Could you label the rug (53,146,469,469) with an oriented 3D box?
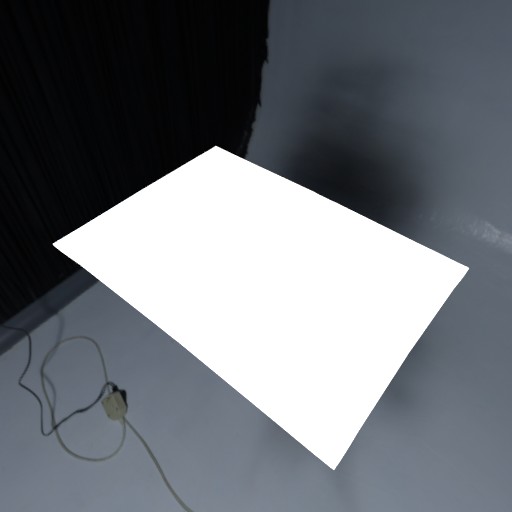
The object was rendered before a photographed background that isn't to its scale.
[{"bbox_3d":[0.000,0.000,3.711,2.869,0.038,2.032,31,53,27],"label":"rug"}]
